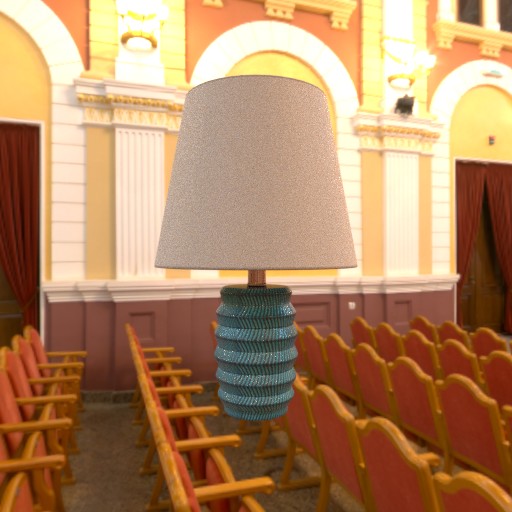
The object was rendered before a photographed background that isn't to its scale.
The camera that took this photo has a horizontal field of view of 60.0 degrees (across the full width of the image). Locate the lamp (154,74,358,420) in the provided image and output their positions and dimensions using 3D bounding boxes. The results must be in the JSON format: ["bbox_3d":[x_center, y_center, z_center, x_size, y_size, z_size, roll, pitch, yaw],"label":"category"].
[{"bbox_3d":[0.000,0.000,0.567,0.254,0.392,0.254,0,0,0],"label":"lamp"}]
